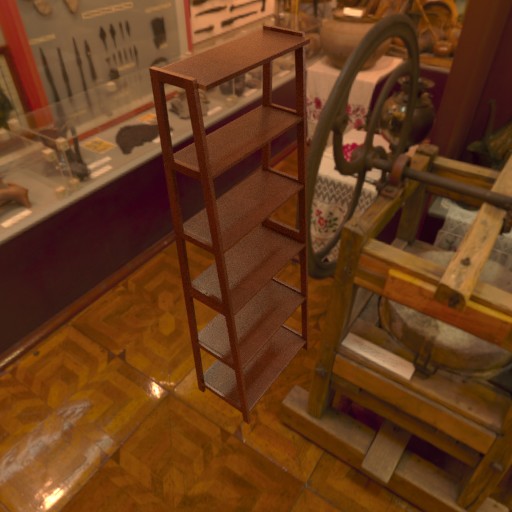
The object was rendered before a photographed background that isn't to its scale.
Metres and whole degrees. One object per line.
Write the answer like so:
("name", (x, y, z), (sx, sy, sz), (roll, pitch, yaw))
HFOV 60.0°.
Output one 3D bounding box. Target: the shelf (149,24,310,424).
("shelf", (0.000, 0.000, 2.178), (0.382, 1.892, 0.660), (26, 48, 26))
